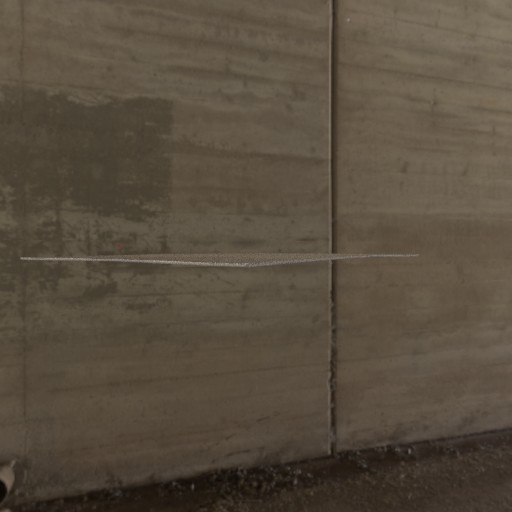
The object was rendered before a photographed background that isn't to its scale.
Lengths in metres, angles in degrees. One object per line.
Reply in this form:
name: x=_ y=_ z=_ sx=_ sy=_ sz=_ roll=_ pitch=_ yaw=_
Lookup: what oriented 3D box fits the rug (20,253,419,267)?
rug: x=0.000 y=0.000 z=2.234 sx=1.149 sy=0.021 sz=1.773 roll=1 pitch=1 yaw=35
